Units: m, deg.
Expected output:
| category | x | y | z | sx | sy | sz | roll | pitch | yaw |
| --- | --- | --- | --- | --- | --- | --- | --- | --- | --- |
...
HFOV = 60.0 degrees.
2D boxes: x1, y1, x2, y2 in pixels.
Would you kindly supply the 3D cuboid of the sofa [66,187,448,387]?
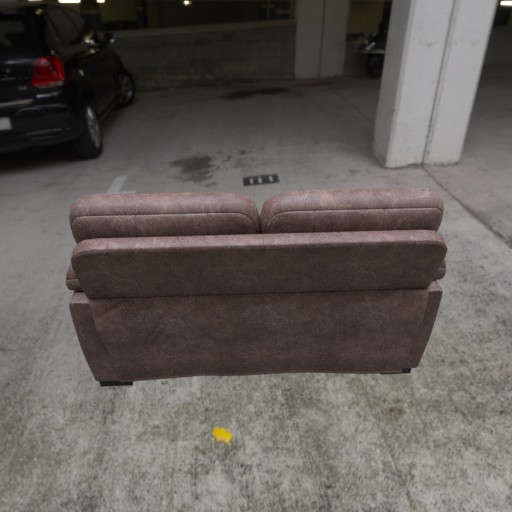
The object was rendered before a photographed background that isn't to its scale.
| category | x | y | z | sx | sy | sz | roll | pitch | yaw |
| --- | --- | --- | --- | --- | --- | --- | --- | --- | --- |
| sofa | 0.000 | 0.000 | 2.346 | 1.753 | 0.991 | 0.991 | -2 | 30 | -3 |
